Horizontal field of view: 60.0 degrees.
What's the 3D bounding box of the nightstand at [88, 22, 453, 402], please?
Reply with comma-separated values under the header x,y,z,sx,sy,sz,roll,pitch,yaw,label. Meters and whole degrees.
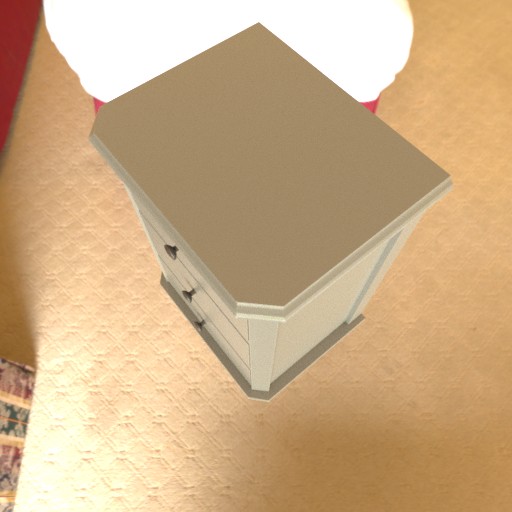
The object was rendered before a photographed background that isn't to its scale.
x,y,z,sx,sy,sz,roll,pitch,yaw,label
0.000,0.000,0.926,0.348,0.680,0.435,-36,68,-17,nightstand
